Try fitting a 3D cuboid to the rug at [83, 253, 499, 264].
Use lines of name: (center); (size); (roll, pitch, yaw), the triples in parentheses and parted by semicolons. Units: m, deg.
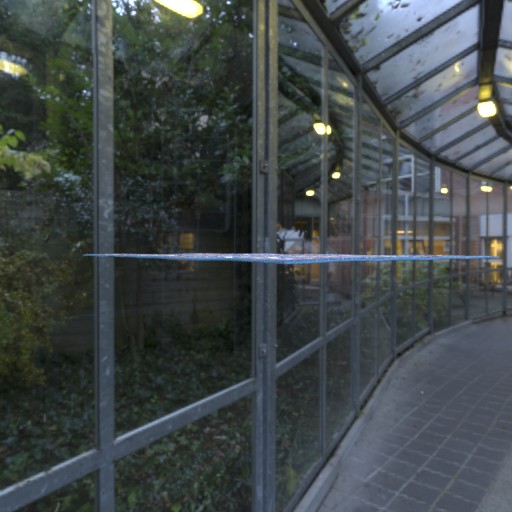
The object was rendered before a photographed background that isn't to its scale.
rug: (0.000, 0.000, 2.244); (1.195, 0.014, 1.847); (-1, 1, -37)
